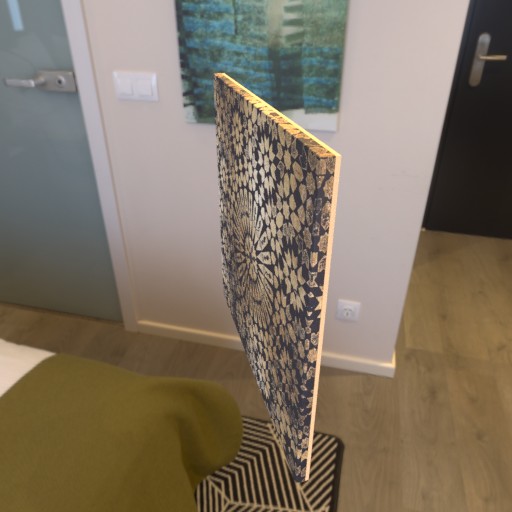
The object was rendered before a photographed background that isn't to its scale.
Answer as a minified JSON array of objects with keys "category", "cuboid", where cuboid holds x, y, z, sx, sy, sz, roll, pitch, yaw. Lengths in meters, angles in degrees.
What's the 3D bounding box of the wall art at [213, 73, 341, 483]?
[{"category":"wall art","cuboid":[0.000,0.000,1.352,0.038,0.914,0.914,-8,32,-14]}]
